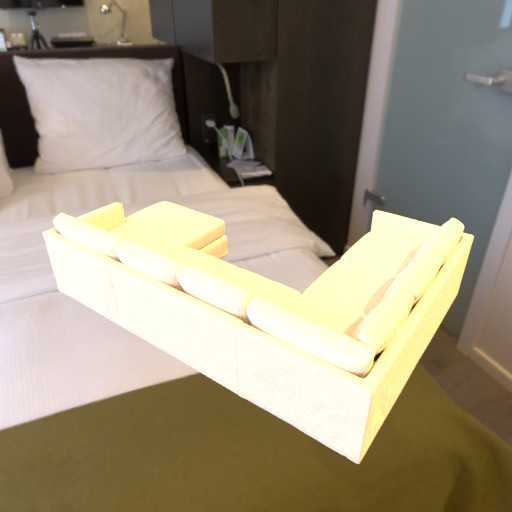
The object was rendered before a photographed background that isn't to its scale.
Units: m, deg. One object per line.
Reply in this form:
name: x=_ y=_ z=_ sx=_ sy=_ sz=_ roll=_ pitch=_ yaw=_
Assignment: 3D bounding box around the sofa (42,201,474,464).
sofa: x=0.000 y=0.000 z=4.429 sx=3.460 sy=0.882 sz=2.427 roll=21 pitch=37 yaw=30
